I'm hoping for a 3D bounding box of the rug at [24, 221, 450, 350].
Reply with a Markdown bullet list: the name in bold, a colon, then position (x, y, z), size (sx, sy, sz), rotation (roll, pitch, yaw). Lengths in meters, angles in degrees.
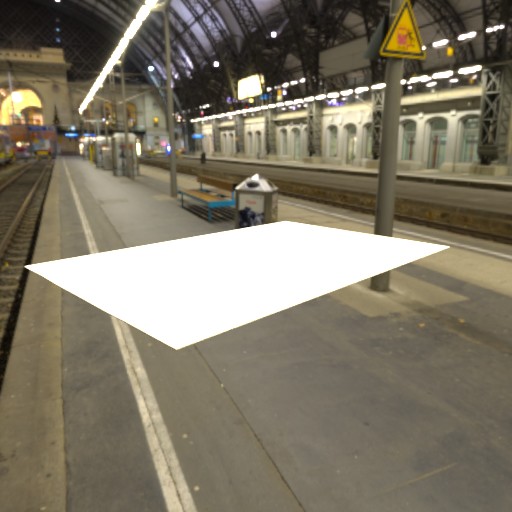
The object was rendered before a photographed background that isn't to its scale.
- **rug**: position (0.000, 0.000, 2.283), size (1.850, 0.006, 1.234), rotation (-13, 19, -43)
